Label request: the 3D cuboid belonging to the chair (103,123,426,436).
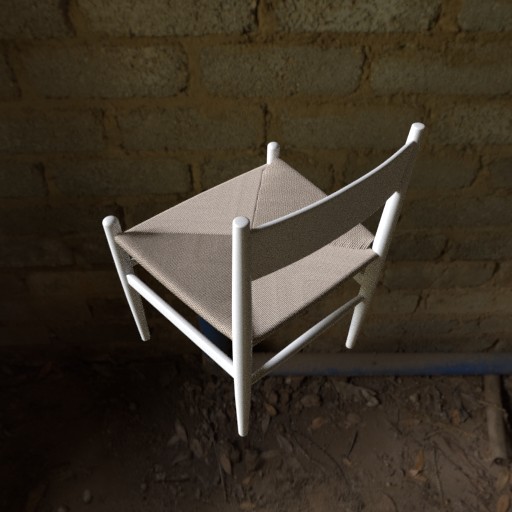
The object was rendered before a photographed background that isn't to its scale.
[{"bbox_3d":[0.000,0.000,1.121,0.556,0.762,0.495,-31,53,-27],"label":"chair"}]
